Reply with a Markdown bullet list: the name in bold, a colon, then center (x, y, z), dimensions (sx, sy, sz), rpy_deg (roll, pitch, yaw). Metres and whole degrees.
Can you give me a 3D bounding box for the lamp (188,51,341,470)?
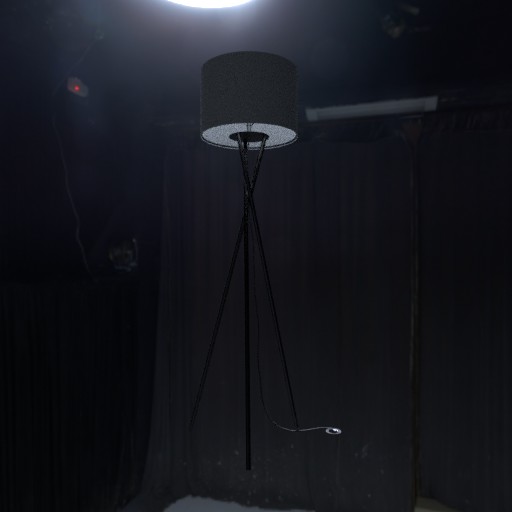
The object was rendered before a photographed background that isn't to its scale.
- **lamp**: center (0.000, 0.000, 1.930), dimensions (0.667, 1.624, 0.522), rpy_deg (0, 0, 19)
